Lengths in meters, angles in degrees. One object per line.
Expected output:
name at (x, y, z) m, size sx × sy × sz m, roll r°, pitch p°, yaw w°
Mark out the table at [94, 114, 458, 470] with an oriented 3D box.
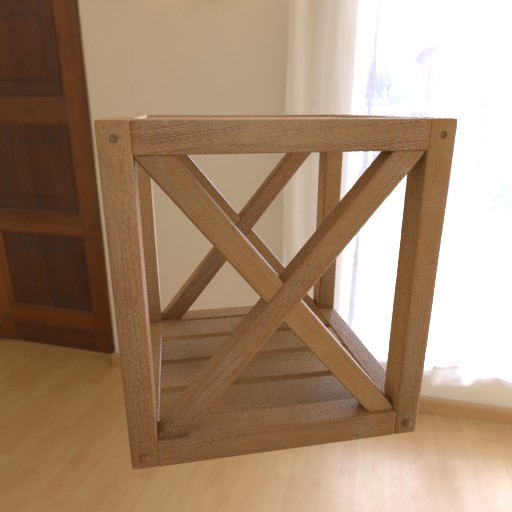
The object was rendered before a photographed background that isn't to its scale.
table at (0.000, 0.000, 1.010) m, size 0.559 × 0.610 × 0.558 m, roll -3°, pitch 19°, yaw -10°
